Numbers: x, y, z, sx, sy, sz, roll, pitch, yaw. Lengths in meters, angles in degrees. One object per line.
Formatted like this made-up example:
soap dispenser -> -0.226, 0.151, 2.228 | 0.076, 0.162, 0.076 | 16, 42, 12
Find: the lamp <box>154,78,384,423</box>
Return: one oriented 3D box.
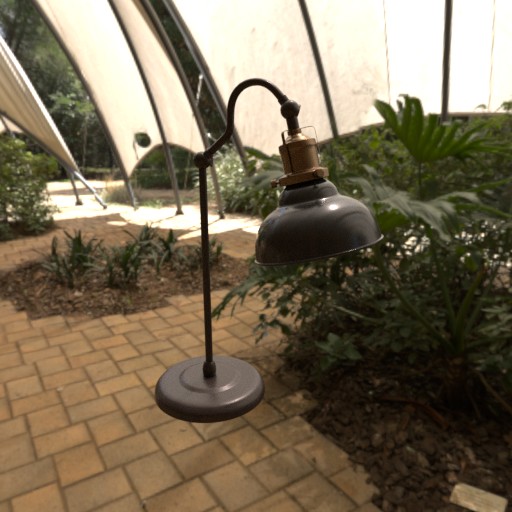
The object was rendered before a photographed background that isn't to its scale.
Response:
lamp -> 0.000, 0.000, 0.675 | 0.374, 0.508, 0.192 | 8, 16, 27
